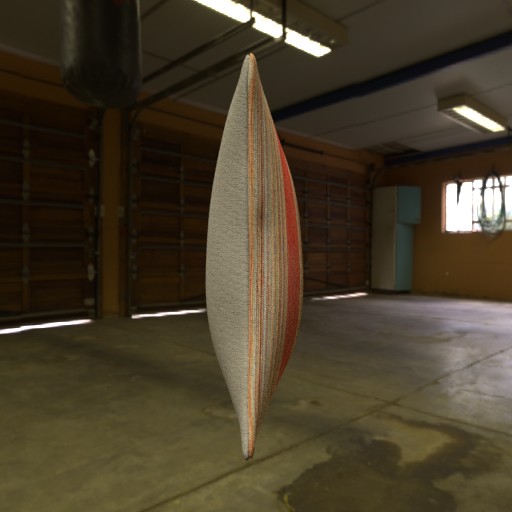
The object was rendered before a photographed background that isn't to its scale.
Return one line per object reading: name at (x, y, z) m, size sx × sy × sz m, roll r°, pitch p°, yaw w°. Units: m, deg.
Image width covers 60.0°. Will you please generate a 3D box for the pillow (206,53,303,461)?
pillow at (0.000, 0.000, 0.661) m, size 0.136 × 0.419 × 0.437 m, roll 0°, pitch 0°, yaw 2°
